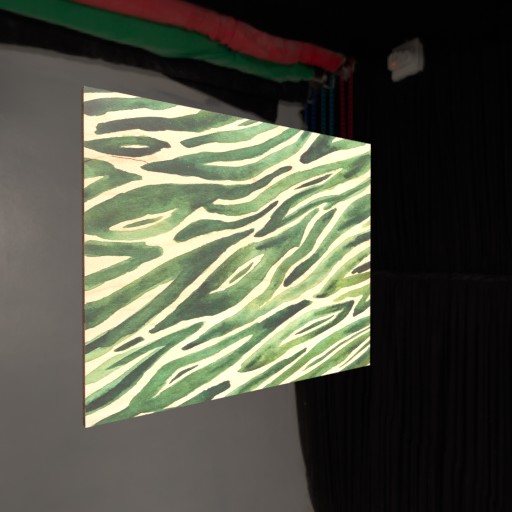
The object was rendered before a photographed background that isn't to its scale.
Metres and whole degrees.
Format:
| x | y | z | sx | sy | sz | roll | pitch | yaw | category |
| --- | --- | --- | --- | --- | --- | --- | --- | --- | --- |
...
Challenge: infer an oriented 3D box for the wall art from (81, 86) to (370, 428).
| x | y | z | sx | sy | sz | roll | pitch | yaw | category |
| --- | --- | --- | --- | --- | --- | --- | --- | --- | --- |
| 0.000 | 0.000 | 0.679 | 0.508 | 0.408 | 0.012 | -1 | 1 | -35 | wall art |
